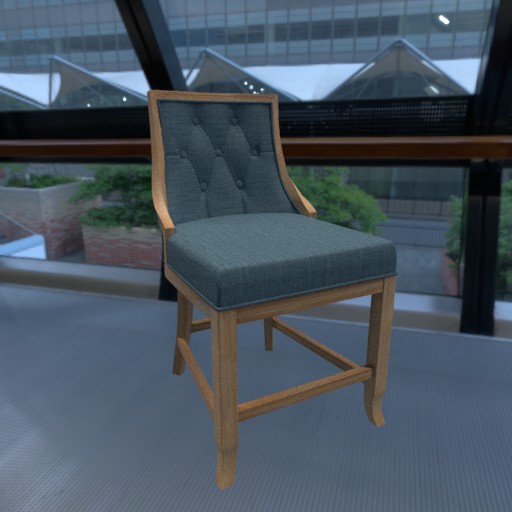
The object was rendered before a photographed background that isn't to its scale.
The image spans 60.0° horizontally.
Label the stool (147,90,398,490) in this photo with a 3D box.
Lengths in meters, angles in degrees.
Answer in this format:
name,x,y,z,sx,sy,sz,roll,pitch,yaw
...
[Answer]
name,x,y,z,sx,sy,sz,roll,pitch,yaw
stool,0.000,0.000,1.308,0.524,0.938,0.626,-9,19,-27
